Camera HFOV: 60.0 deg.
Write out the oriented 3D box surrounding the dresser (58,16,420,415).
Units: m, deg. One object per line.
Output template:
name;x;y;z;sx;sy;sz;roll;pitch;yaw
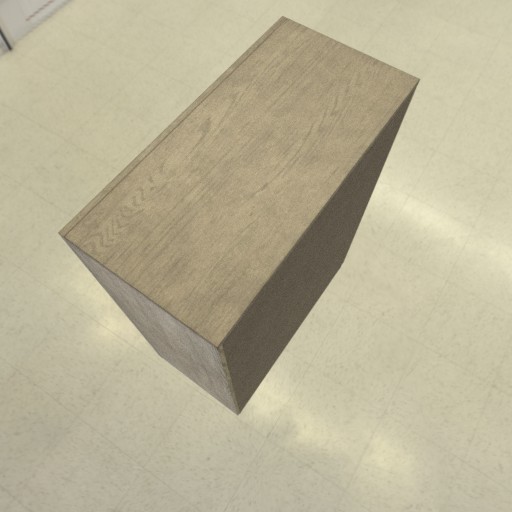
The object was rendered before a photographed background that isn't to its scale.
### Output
dresser;0.000;0.000;1.755;0.483;1.295;0.967;33;68;15
